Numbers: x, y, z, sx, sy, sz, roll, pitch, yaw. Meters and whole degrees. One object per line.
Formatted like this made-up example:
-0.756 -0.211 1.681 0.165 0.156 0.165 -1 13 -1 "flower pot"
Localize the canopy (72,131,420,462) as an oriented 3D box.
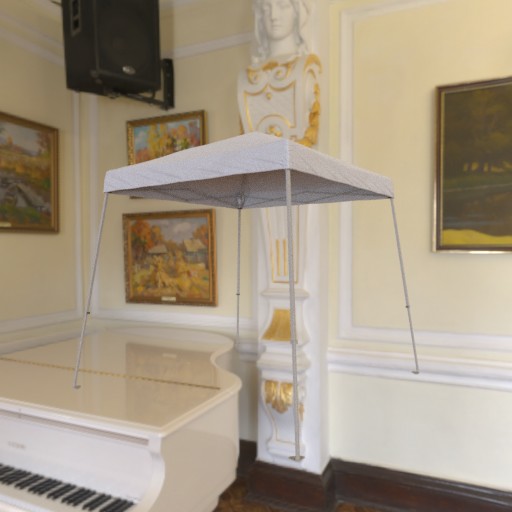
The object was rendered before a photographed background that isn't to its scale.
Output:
0.000 0.000 6.417 3.600 3.600 3.599 0 1 36 "canopy"
